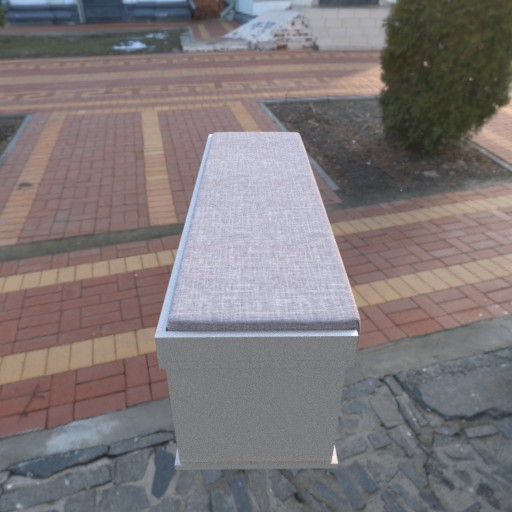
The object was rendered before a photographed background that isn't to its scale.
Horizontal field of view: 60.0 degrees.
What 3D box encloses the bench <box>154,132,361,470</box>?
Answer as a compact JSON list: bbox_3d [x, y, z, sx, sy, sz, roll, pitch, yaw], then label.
[{"bbox_3d":[0.000,0.000,1.378,0.363,0.453,1.196,0,32,-1],"label":"bench"}]
